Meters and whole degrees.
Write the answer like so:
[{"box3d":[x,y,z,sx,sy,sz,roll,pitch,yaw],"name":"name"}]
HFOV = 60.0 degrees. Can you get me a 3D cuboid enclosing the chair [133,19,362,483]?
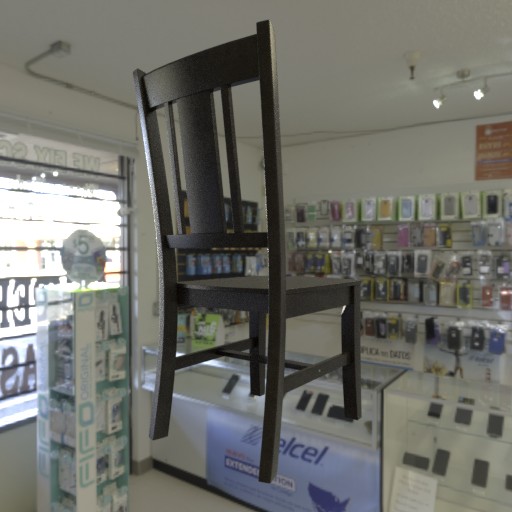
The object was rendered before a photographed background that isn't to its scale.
[{"box3d":[0.000,0.000,1.268,0.450,0.998,0.555,0,1,37],"name":"chair"}]
